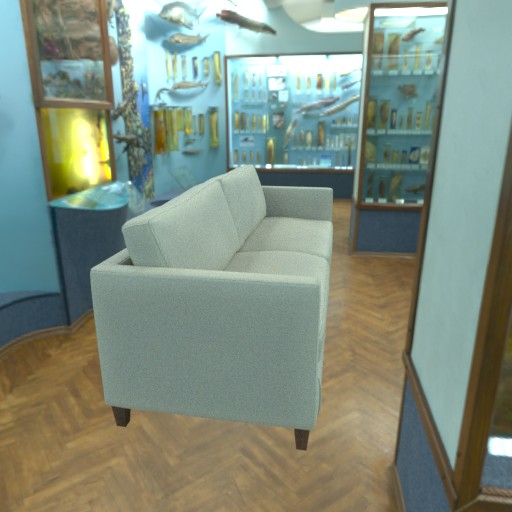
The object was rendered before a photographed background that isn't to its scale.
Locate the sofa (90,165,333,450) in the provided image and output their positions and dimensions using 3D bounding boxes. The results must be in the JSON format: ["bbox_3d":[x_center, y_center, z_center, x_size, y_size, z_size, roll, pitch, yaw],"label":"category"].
[{"bbox_3d":[0.000,0.000,2.847,0.951,0.968,2.361,3,18,10],"label":"sofa"}]
